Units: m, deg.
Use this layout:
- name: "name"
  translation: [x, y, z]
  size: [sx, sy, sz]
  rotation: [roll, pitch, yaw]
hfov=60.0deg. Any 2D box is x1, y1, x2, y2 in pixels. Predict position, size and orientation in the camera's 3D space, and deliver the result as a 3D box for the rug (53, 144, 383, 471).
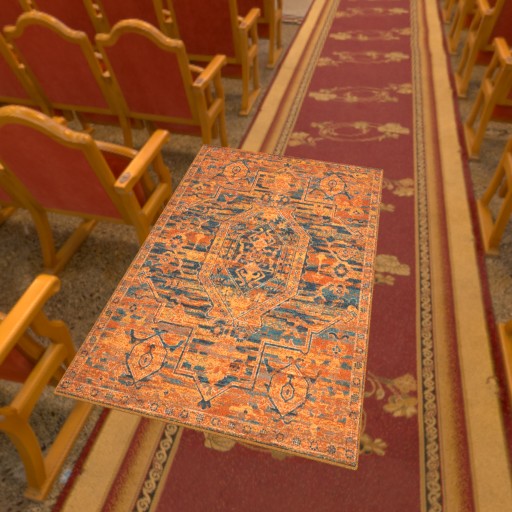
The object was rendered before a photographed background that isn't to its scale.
- name: "rug"
  translation: [0.000, 0.000, 1.060]
  size: [0.557, 0.008, 0.863]
  rotation: [10, 47, 10]
